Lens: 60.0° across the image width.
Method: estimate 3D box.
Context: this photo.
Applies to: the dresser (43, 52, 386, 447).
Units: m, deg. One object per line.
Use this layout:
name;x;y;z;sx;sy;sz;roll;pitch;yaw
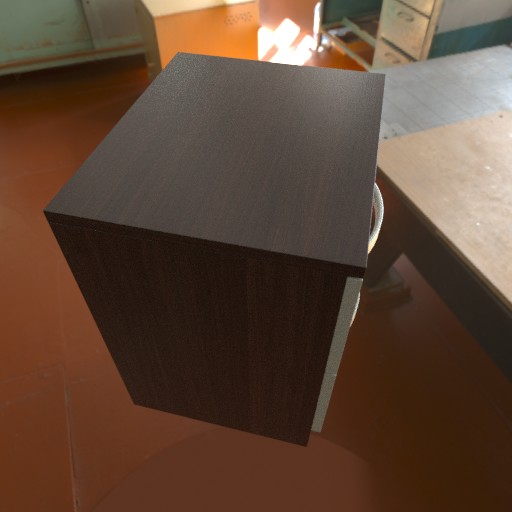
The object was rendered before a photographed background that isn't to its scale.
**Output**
dresser;0.000;0.000;0.737;0.360;0.470;0.400;10;48;9
